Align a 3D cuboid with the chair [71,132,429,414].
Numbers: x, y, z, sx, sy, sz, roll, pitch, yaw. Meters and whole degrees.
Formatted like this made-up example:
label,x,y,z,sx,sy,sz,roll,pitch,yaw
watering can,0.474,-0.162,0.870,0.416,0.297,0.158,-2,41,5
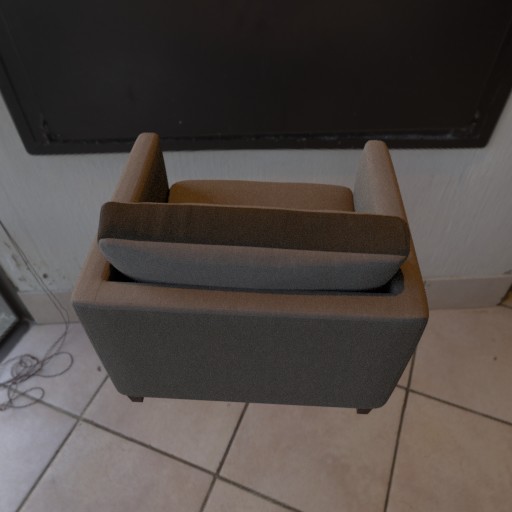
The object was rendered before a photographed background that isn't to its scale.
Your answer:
label,x,y,z,sx,sy,sz,roll,pitch,yaw
chair,0.000,0.000,1.817,1.107,0.963,0.959,2,48,2
